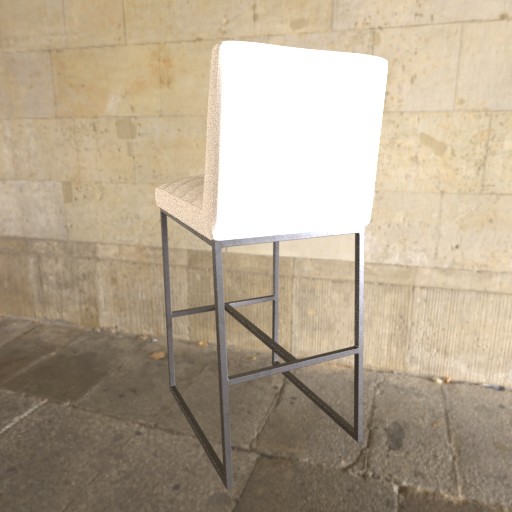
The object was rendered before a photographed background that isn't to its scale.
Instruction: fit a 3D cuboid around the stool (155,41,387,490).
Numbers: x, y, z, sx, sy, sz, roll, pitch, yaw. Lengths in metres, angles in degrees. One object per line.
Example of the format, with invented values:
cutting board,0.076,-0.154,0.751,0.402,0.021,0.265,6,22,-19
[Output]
stool,0.000,0.000,1.335,0.464,1.061,0.573,-7,16,-25
